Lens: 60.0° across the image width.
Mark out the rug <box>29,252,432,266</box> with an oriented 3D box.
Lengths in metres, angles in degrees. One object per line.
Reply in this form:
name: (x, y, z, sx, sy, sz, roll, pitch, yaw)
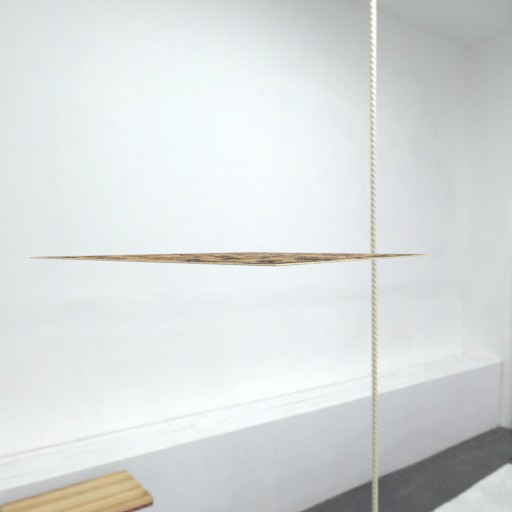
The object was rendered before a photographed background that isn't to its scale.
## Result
rug: (0.000, 0.000, 4.056, 2.380, 0.008, 2.977, 1, 2, 36)
